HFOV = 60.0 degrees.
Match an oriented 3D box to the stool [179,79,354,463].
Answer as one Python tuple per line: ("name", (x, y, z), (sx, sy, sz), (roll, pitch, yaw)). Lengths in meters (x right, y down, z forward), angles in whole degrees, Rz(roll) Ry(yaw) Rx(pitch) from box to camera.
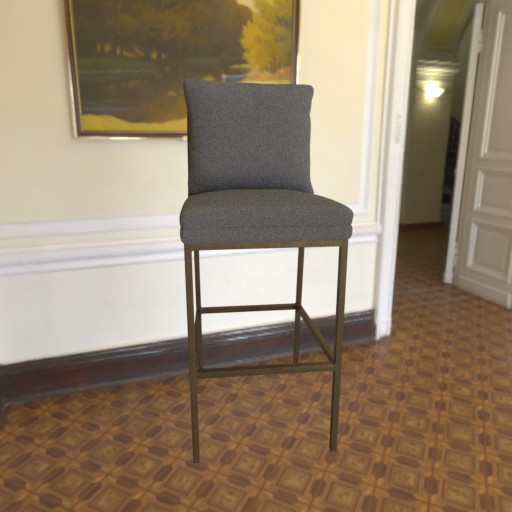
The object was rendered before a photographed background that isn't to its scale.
("stool", (0.000, 0.000, 1.467), (0.463, 1.132, 0.569), (-2, 15, -7))
